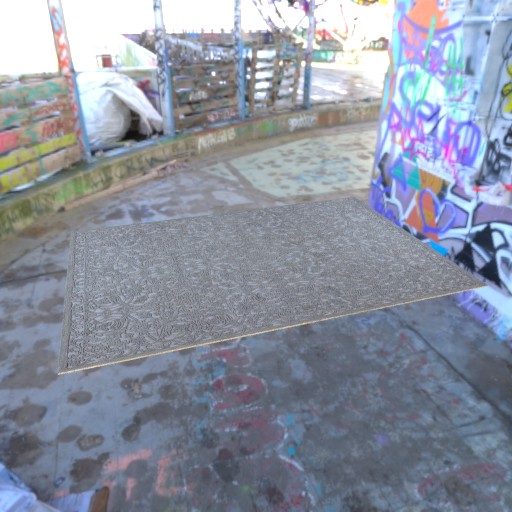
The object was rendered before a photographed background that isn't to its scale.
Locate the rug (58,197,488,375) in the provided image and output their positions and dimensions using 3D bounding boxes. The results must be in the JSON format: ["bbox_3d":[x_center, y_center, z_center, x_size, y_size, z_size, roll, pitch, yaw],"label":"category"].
[{"bbox_3d":[0.000,0.000,2.279,1.827,0.006,1.221,-9,29,-16],"label":"rug"}]
